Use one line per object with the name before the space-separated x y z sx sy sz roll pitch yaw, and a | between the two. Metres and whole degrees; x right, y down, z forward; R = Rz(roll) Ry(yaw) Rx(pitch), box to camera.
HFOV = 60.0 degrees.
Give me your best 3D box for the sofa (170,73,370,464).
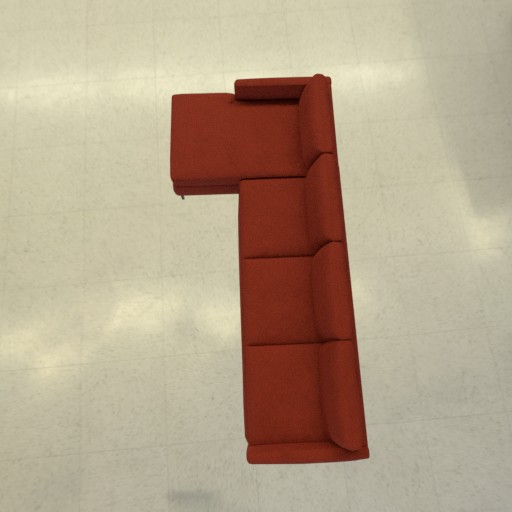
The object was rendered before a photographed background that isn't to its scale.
sofa | 0.000 0.000 2.870 1.136 0.663 2.467 -2 74 -1
